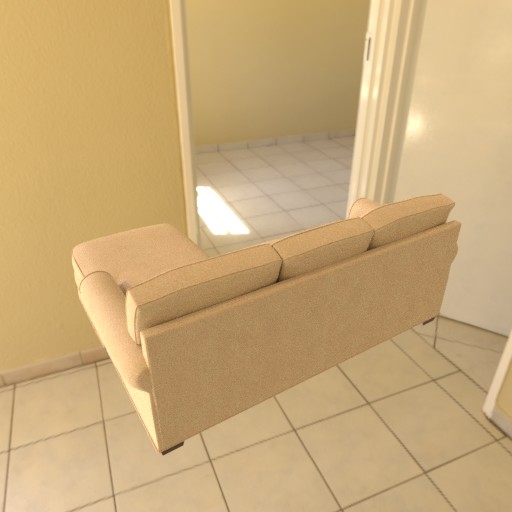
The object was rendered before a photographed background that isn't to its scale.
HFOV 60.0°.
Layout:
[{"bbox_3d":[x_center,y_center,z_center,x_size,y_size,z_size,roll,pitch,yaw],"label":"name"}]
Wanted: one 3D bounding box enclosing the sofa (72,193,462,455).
[{"bbox_3d":[0.000,0.000,2.352,1.770,0.734,1.226,-17,34,-27],"label":"sofa"}]
